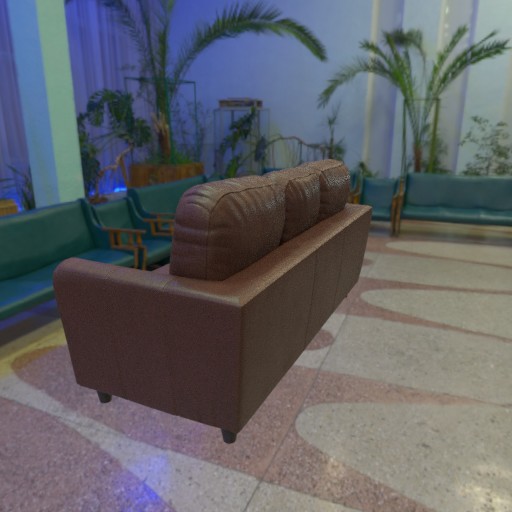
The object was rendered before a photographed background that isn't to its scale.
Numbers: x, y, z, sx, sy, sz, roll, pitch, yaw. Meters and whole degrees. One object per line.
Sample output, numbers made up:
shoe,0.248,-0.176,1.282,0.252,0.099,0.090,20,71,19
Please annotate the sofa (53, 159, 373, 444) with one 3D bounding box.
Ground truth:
sofa,0.000,0.000,2.289,0.802,0.915,1.862,8,18,25
